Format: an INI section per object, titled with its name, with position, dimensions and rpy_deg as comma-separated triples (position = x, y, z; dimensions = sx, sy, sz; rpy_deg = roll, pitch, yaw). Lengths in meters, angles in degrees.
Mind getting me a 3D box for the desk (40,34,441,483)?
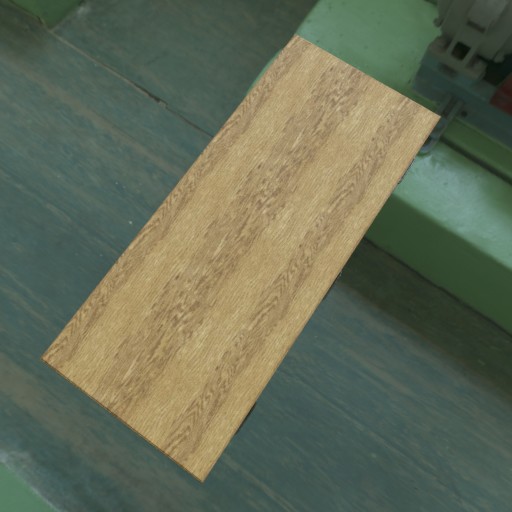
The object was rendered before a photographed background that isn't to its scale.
[desk]
position = 0.000, 0.000, 1.959
dimensions = 0.685, 0.751, 1.567
rpy_deg = 34, 78, 8
